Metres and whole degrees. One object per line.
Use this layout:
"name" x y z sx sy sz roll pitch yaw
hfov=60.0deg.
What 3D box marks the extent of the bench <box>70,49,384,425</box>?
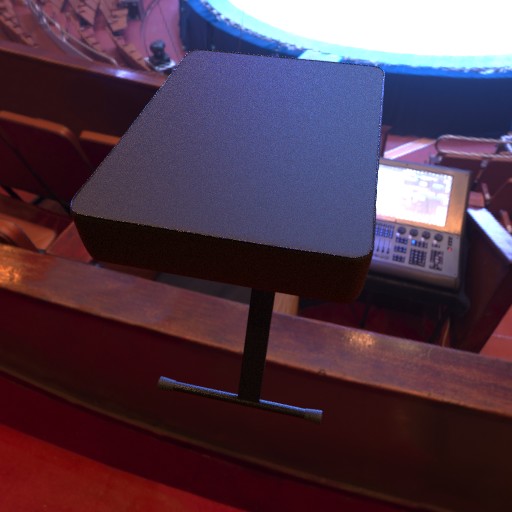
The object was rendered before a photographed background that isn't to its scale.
"bench" 0.000 0.000 0.758 0.321 0.500 0.424 9 48 9
